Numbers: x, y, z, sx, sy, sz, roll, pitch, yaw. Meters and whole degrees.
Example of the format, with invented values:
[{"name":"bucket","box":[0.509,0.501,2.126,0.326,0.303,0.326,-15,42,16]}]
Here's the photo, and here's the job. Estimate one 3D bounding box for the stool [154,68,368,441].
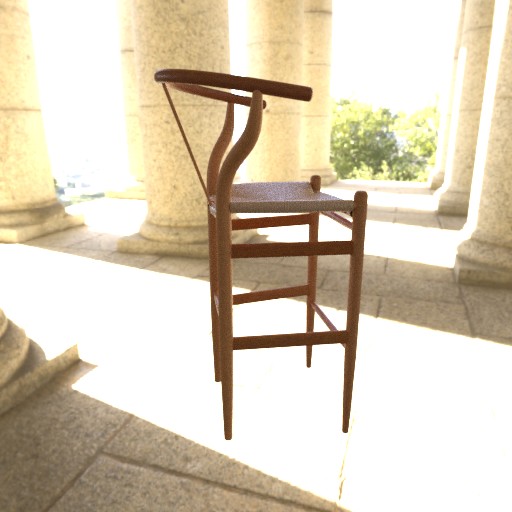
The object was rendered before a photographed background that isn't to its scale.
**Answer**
[{"name":"stool","box":[0.000,0.000,1.394,0.561,1.068,0.574,-3,17,-10]}]
